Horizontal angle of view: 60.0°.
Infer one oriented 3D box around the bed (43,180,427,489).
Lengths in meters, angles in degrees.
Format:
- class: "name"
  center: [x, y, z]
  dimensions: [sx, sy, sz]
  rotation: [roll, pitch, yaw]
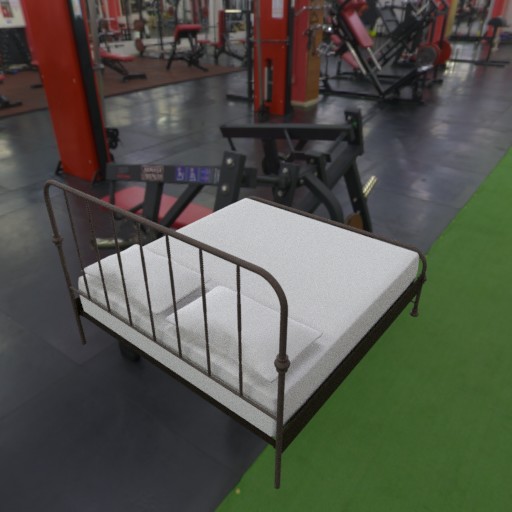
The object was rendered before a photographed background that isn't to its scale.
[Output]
- class: "bed"
  center: [0.000, 0.000, 3.436]
  dimensions: [2.044, 1.446, 2.134]
  rotation: [22, 37, 33]
